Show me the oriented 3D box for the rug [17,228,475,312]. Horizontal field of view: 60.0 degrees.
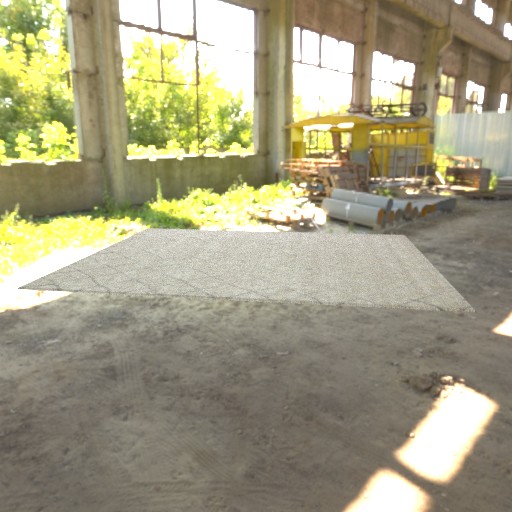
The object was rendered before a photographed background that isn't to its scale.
[{"bbox_3d":[0.000,0.000,4.061,3.038,0.019,2.420,2,14,8],"label":"rug"}]
